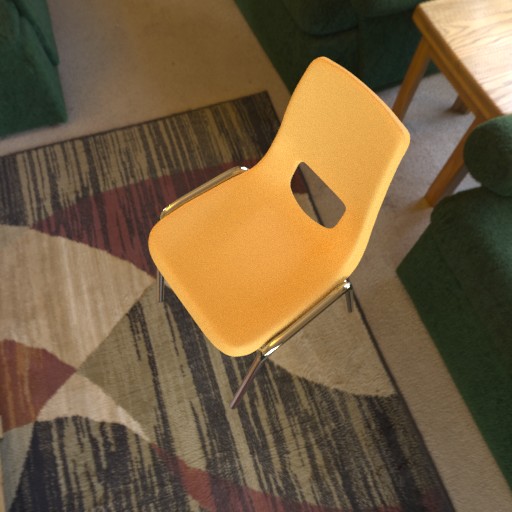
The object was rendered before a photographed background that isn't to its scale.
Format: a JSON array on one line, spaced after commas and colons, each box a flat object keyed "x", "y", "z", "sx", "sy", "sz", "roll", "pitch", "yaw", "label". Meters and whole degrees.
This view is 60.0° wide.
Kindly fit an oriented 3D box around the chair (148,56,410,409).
[{"x": 0.000, "y": 0.000, "z": 0.945, "sx": 0.436, "sy": 0.704, "sz": 0.381, "roll": -34, "pitch": 70, "yaw": -14, "label": "chair"}]
